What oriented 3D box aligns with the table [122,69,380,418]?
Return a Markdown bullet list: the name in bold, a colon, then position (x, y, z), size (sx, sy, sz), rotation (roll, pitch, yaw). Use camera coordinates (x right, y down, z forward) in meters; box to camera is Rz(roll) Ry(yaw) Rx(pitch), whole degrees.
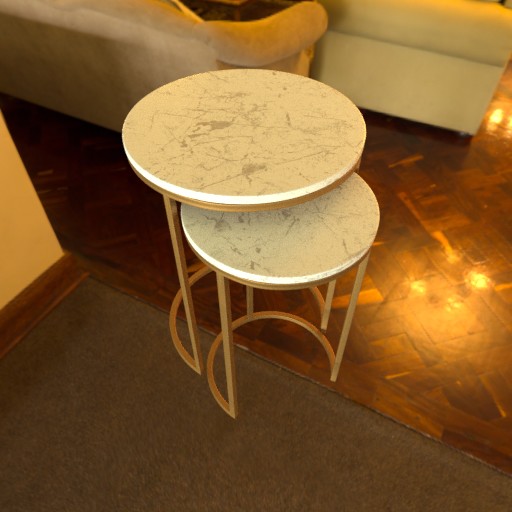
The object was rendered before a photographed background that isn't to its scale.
- **table**: position (0.000, 0.000, 0.905), size (0.400, 0.550, 0.507), rotation (-16, 48, -14)
